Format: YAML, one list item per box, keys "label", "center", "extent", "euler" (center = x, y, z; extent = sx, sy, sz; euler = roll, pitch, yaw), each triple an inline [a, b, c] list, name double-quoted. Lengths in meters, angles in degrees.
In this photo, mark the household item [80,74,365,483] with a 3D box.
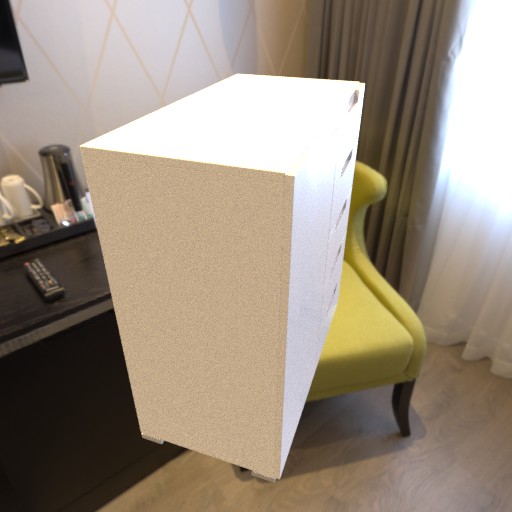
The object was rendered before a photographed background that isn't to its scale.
- label: "household item"
  center: [0.000, 0.000, 1.324]
  extent: [0.420, 0.870, 0.800]
  euler: [11, 34, 17]
